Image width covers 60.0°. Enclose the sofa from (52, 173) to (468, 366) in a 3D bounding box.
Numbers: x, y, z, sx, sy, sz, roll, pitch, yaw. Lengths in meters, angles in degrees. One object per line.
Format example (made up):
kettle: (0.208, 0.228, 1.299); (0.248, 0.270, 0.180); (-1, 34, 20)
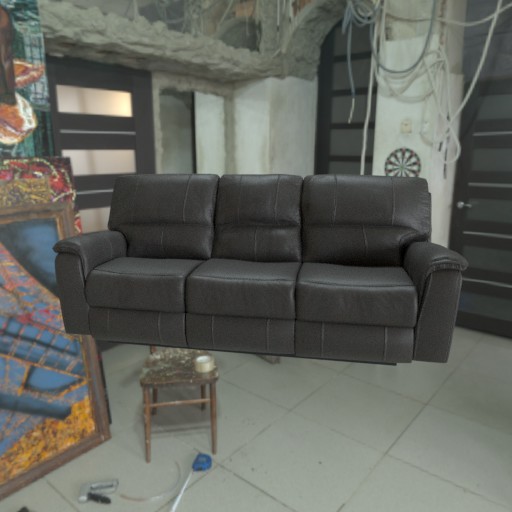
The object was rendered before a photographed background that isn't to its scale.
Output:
sofa: (0.000, 0.000, 3.194); (2.627, 1.134, 1.104); (2, 14, 10)
